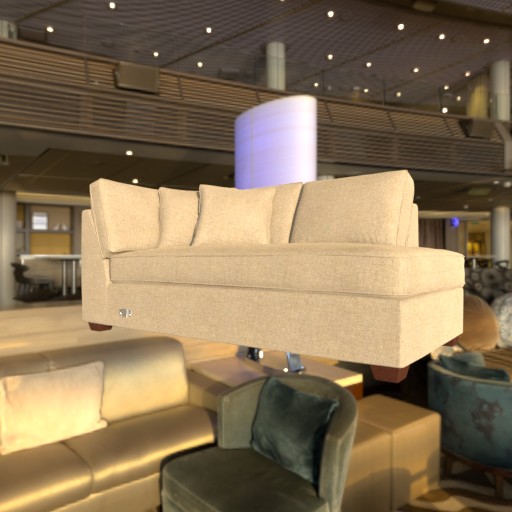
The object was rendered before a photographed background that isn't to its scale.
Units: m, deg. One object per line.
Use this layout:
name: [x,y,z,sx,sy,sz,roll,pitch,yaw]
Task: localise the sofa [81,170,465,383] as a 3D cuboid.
sofa: [0.000,0.000,2.784,2.238,1.019,1.110,0,0,36]
